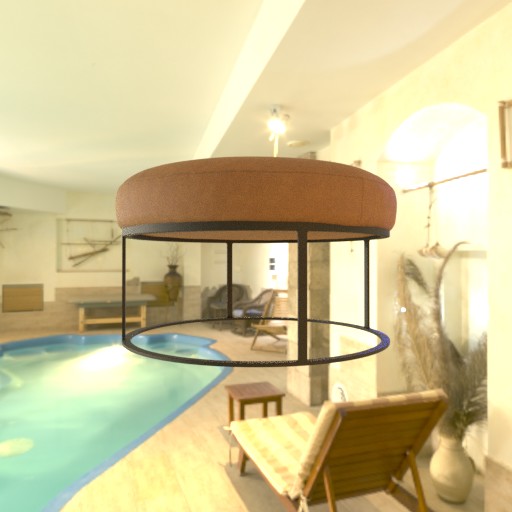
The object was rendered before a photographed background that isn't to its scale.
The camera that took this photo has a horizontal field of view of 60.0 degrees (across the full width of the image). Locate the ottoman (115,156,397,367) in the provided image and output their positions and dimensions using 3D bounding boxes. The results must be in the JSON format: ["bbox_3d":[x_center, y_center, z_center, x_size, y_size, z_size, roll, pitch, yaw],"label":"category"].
[{"bbox_3d":[0.000,0.000,1.272,0.771,0.460,0.771,0,0,0],"label":"ottoman"}]
